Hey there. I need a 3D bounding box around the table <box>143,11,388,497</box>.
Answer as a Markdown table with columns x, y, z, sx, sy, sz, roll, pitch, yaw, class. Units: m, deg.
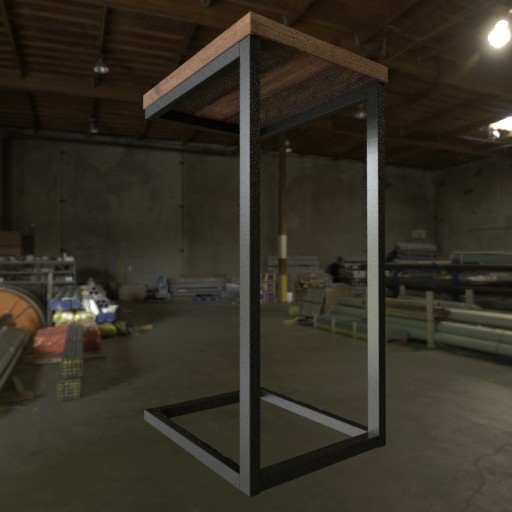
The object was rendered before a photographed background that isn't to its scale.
| x | y | z | sx | sy | sz | roll | pitch | yaw | class |
| --- | --- | --- | --- | --- | --- | --- | --- | --- | --- |
| 0.000 | 0.000 | 0.911 | 0.323 | 0.718 | 0.414 | 1 | -1 | -36 | table |
